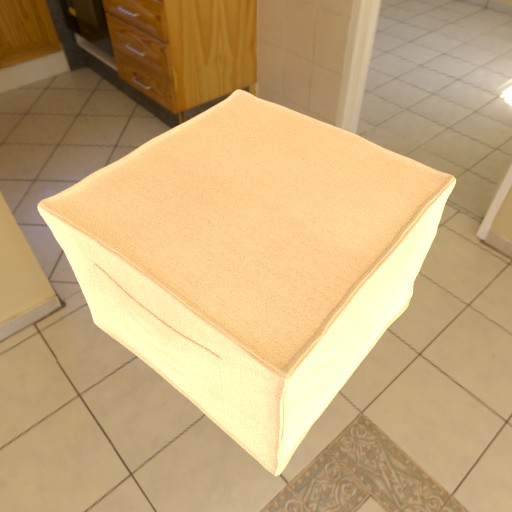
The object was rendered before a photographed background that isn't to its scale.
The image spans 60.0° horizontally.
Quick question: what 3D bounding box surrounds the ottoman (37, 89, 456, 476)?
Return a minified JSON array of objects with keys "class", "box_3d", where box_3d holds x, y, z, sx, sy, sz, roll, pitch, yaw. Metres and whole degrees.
[{"class":"ottoman","box_3d":[0.000,0.000,1.144,0.707,0.470,0.696,30,54,25]}]
